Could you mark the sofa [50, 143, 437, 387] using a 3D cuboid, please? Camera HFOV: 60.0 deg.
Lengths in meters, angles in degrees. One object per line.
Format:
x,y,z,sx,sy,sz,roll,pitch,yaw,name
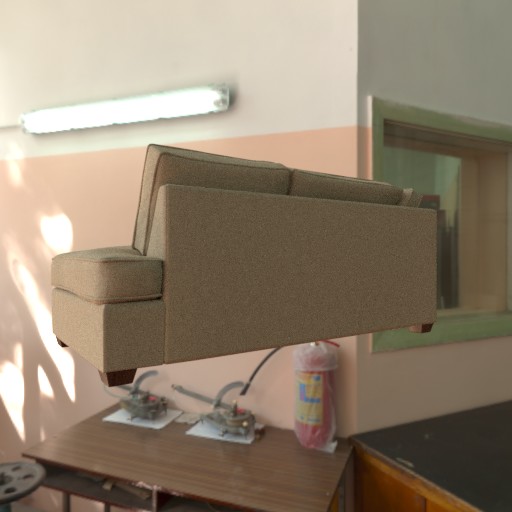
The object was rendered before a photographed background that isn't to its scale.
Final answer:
0.000,0.000,2.783,2.237,1.033,1.110,0,1,-35,sofa
